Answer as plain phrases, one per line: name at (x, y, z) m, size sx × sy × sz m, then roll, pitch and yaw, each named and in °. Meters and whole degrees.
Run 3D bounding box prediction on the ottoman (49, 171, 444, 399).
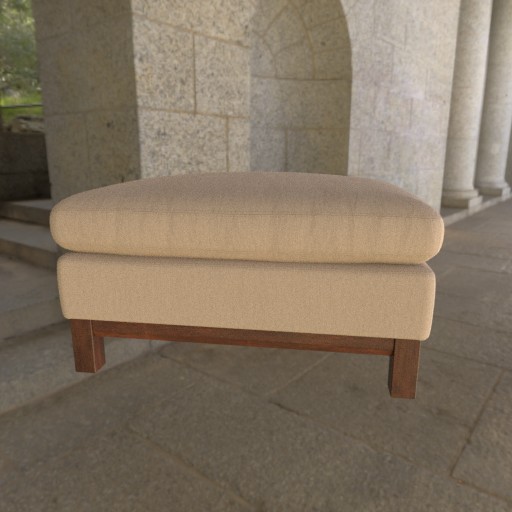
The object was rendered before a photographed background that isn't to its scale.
ottoman at (0.000, 0.000, 1.128) m, size 0.771 × 0.420 × 0.606 m, roll 2°, pitch 14°, yaw 9°
